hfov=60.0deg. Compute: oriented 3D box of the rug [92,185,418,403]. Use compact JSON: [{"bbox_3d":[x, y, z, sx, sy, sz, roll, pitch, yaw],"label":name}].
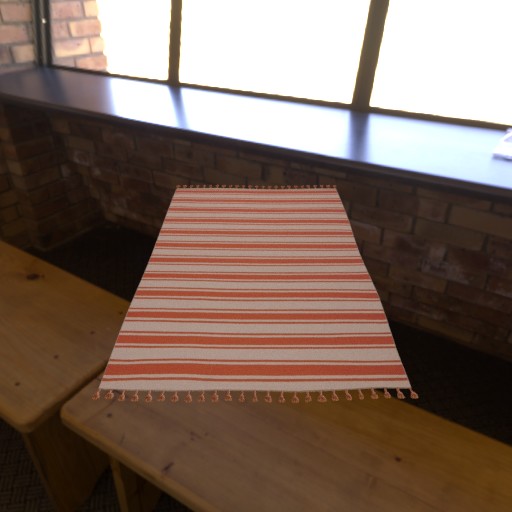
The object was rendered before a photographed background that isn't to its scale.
[{"bbox_3d":[0.000,0.000,2.548,1.232,0.017,2.092,0,32,0],"label":"rug"}]
